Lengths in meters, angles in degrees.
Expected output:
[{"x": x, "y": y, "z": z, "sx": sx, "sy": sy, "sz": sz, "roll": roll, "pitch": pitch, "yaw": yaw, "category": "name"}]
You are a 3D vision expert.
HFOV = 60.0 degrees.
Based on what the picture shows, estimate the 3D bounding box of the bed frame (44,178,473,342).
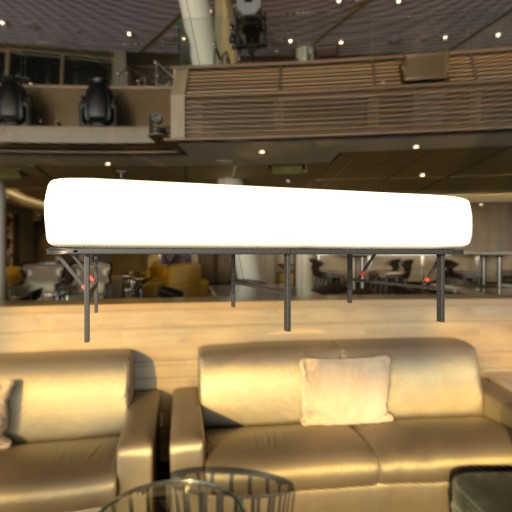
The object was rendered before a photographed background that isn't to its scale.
[{"x": 0.000, "y": 0.000, "z": 2.331, "sx": 1.908, "sy": 0.640, "sz": 1.025, "roll": 0, "pitch": 0, "yaw": -18, "category": "bed frame"}]
